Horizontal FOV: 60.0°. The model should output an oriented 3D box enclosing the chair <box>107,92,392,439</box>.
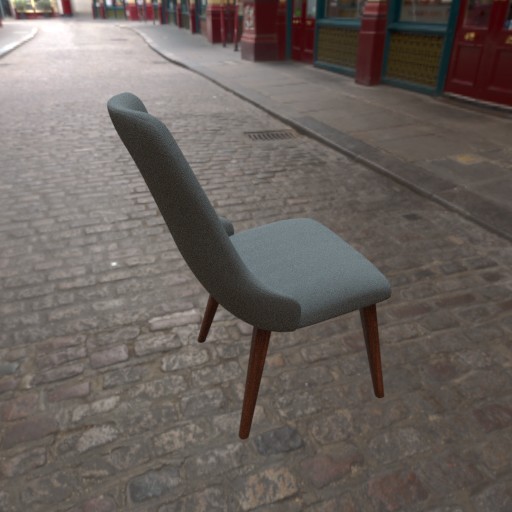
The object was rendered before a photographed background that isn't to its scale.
[{"bbox_3d":[0.000,0.000,1.312,0.707,0.918,0.535,-10,31,-18],"label":"chair"}]
